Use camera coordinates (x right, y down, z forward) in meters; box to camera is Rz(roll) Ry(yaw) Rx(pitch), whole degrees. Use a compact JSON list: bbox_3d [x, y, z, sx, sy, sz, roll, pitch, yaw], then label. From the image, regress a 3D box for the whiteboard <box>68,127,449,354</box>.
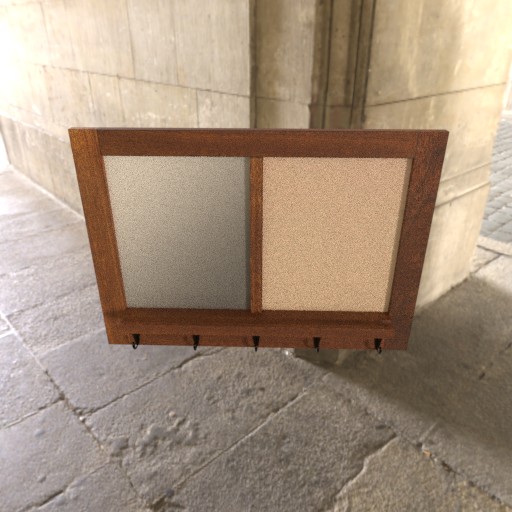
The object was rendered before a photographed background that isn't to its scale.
[{"bbox_3d":[0.000,0.000,1.019,0.783,0.559,0.083,1,27,2],"label":"whiteboard"}]
